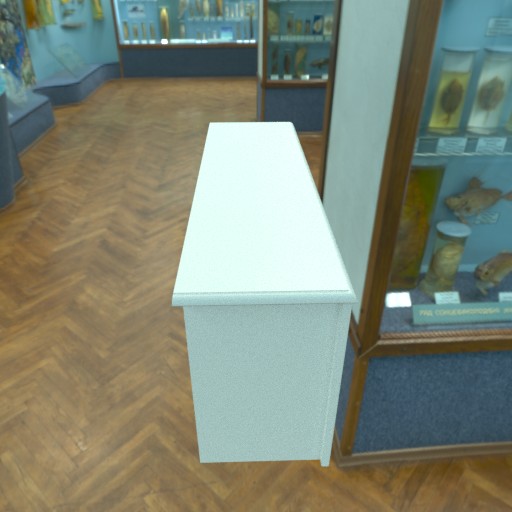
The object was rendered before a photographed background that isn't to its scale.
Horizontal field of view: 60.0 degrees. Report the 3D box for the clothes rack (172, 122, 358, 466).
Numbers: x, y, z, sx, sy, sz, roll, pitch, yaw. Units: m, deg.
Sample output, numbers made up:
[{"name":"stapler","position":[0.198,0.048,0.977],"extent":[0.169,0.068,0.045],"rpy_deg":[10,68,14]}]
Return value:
[{"name":"clothes rack","position":[0.000,0.000,1.380],"extent":[0.324,0.531,1.120],"rpy_deg":[-1,32,-1]}]
